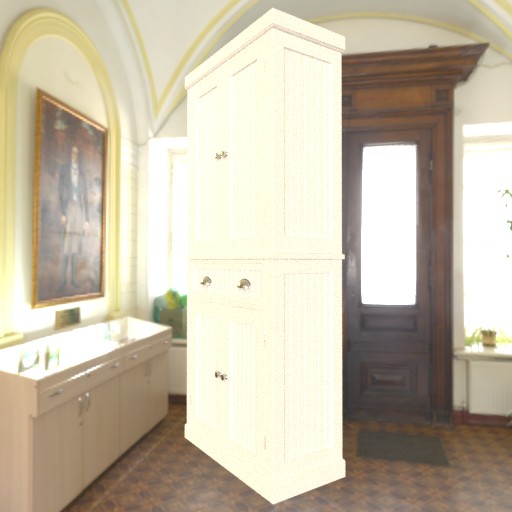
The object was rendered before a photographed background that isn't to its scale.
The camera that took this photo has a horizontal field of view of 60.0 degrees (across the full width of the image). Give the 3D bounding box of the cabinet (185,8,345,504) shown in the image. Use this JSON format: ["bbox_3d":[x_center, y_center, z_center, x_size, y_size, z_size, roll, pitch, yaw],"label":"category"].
[{"bbox_3d":[0.000,0.000,2.044,0.390,1.829,0.754,0,-1,-34],"label":"cabinet"}]
